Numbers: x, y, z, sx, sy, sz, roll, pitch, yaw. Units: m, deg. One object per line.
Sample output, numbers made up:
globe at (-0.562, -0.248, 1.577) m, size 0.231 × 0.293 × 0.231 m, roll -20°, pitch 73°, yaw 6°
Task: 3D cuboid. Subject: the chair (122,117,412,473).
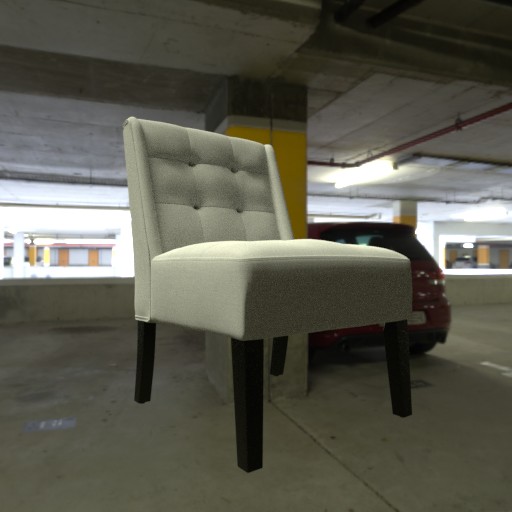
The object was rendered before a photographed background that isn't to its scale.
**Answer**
chair at (0.000, 0.000, 1.273) m, size 0.569 × 0.853 × 0.676 m, roll 1°, pitch -1°, yaw -37°
